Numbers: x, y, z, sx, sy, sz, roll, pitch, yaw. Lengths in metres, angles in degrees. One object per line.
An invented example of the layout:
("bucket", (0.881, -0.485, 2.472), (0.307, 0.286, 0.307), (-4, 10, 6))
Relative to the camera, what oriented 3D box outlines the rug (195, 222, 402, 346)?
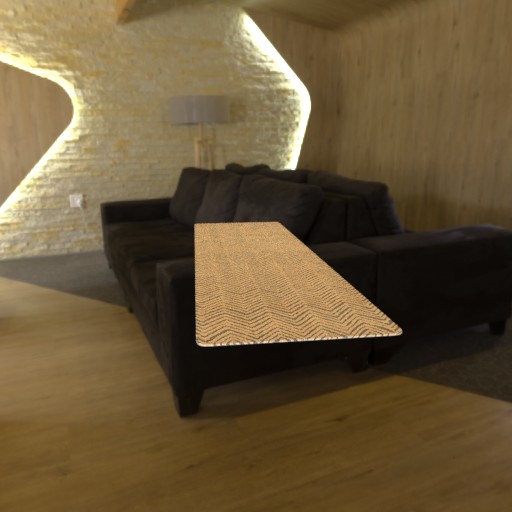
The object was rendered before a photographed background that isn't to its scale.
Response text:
("rug", (0.000, 0.000, 2.517), (0.686, 0.008, 2.286), (-2, 14, -8))
